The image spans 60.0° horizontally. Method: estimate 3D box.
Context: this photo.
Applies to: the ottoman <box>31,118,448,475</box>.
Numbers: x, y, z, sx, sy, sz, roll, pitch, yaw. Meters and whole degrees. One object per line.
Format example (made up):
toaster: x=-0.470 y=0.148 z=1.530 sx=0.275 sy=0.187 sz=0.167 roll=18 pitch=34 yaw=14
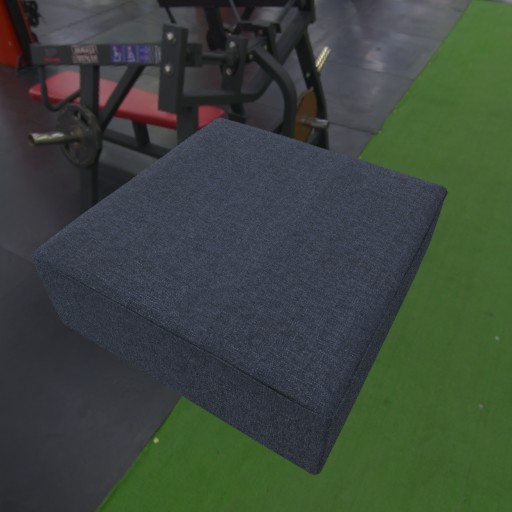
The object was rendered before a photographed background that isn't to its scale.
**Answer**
ottoman: x=0.000 y=0.000 z=1.567 sx=1.017 sy=0.423 sz=1.023 roll=24 pitch=50 yaw=22
